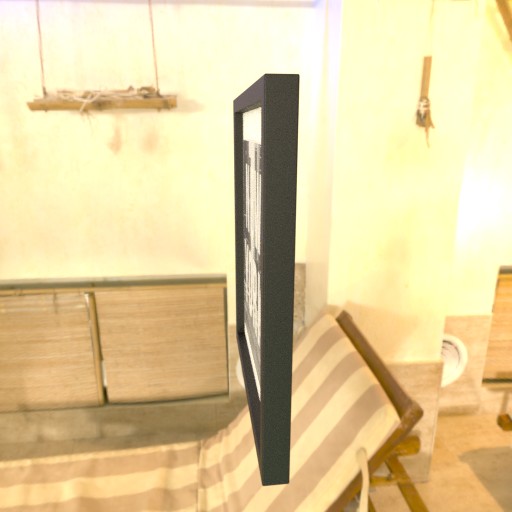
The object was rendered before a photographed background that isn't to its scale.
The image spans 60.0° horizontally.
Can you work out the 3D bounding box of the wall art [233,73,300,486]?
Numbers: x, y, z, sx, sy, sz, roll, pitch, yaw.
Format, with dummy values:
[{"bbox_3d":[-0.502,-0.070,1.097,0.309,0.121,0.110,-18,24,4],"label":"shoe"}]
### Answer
[{"bbox_3d":[0.000,0.000,0.544,0.028,0.381,0.328,-2,16,-7],"label":"wall art"}]
